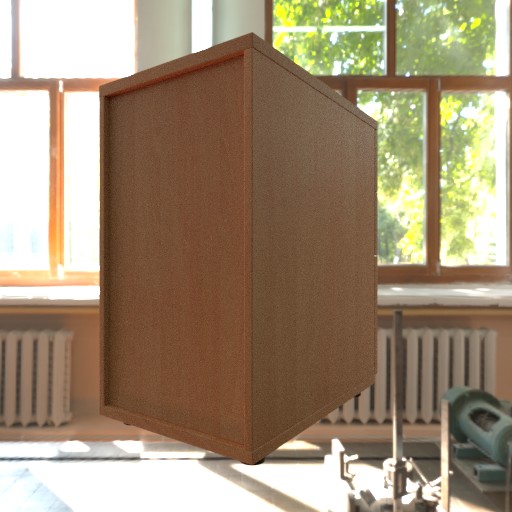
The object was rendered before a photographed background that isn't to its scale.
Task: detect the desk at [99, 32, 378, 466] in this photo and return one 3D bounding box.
[{"bbox_3d":[0.000,0.000,1.082,0.404,0.730,0.600,0,0,35],"label":"desk"}]
